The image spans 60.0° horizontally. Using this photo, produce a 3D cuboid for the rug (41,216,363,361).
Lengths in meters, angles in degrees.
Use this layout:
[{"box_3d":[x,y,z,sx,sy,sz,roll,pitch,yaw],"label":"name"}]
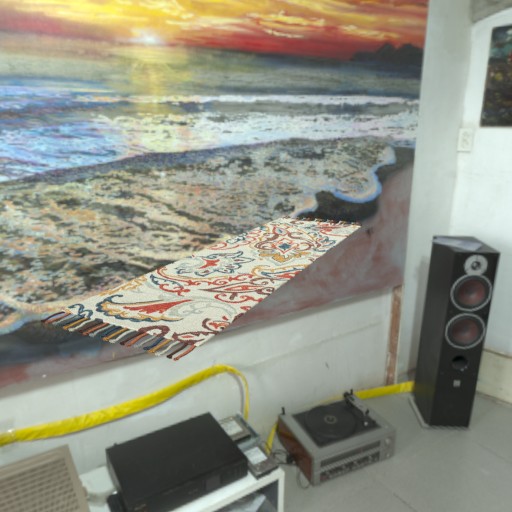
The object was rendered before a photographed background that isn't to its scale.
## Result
[{"box_3d":[0.000,0.000,2.908,0.763,0.015,2.682,8,18,26],"label":"rug"}]
